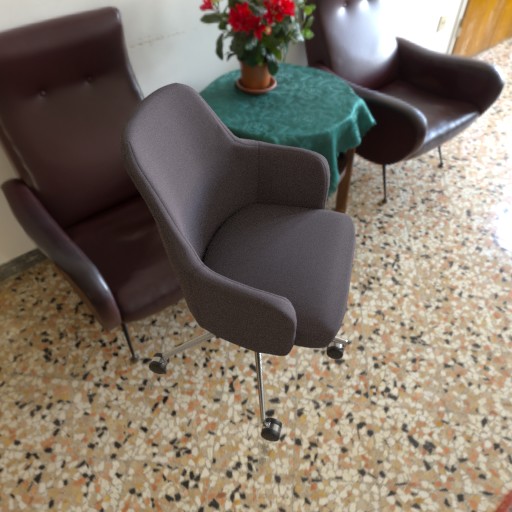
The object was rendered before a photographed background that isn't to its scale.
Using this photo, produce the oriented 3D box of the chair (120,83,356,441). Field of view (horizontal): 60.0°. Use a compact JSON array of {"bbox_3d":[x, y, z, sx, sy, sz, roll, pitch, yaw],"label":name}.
[{"bbox_3d":[0.000,0.000,1.227,0.600,0.820,0.655,11,47,10],"label":"chair"}]
